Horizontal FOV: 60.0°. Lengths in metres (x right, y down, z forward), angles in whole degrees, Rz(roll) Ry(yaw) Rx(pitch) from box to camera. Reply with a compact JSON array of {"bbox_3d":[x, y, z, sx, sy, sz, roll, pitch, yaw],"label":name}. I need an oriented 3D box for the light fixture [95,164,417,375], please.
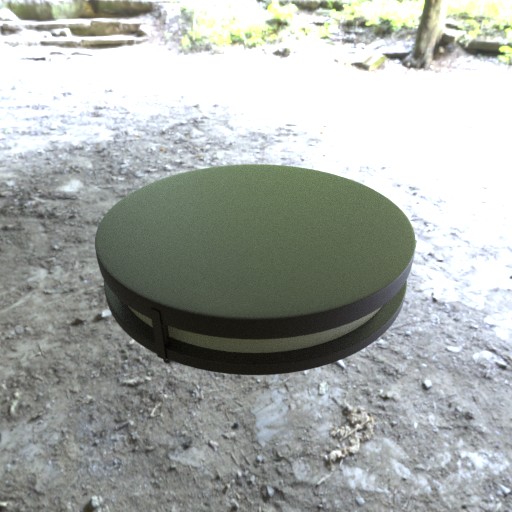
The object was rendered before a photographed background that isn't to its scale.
[{"bbox_3d":[0.000,0.000,0.537,0.356,0.102,0.356,0,32,0],"label":"light fixture"}]
